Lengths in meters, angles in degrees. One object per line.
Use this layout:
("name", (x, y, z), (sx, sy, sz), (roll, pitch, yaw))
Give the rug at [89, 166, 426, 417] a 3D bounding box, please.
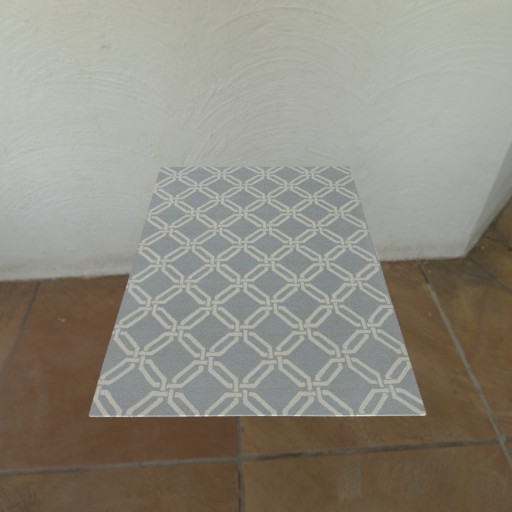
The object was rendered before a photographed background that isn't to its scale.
("rug", (0.000, 0.000, 2.774), (1.522, 0.013, 2.133), (0, 42, 0))
